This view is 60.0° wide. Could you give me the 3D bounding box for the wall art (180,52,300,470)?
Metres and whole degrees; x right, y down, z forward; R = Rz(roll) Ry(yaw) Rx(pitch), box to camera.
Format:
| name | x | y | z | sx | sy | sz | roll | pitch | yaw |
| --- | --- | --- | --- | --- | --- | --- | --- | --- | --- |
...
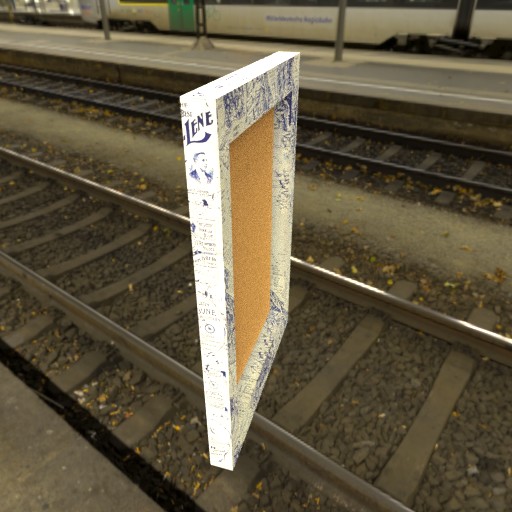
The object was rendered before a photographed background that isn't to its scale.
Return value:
| name | x | y | z | sx | sy | sz | roll | pitch | yaw |
| --- | --- | --- | --- | --- | --- | --- | --- | --- | --- |
| wall art | 0.000 | 0.000 | 0.478 | 0.025 | 0.376 | 0.255 | 9 | 32 | 14 |
